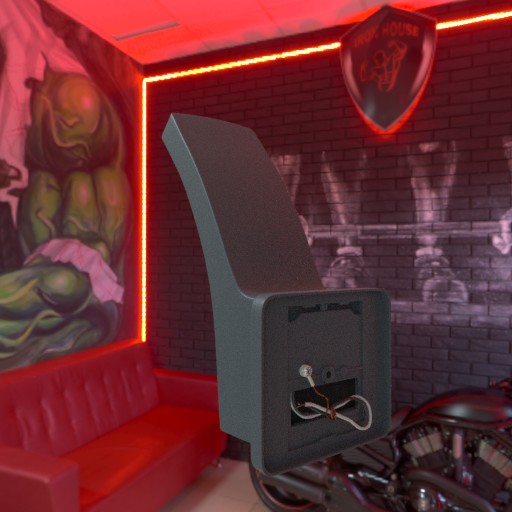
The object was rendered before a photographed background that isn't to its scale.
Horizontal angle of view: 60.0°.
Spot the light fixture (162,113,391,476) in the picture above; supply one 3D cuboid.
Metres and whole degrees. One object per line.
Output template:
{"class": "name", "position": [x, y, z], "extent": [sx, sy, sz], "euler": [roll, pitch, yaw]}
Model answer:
{"class": "light fixture", "position": [0.000, 0.000, 0.337], "extent": [0.108, 0.243, 0.174], "euler": [0, -1, -35]}
